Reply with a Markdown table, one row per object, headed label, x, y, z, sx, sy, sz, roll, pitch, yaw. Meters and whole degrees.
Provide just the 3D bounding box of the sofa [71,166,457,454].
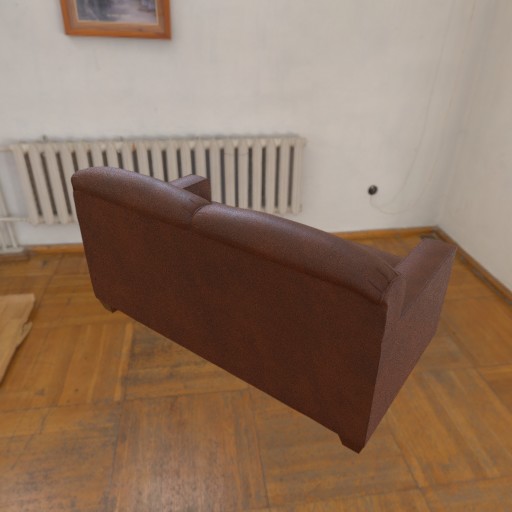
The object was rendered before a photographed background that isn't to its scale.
| label | x | y | z | sx | sy | sz | roll | pitch | yaw |
| --- | --- | --- | --- | --- | --- | --- | --- | --- | --- |
| sofa | 0.000 | 0.000 | 2.453 | 1.856 | 0.966 | 1.000 | 20 | 35 | 32 |
